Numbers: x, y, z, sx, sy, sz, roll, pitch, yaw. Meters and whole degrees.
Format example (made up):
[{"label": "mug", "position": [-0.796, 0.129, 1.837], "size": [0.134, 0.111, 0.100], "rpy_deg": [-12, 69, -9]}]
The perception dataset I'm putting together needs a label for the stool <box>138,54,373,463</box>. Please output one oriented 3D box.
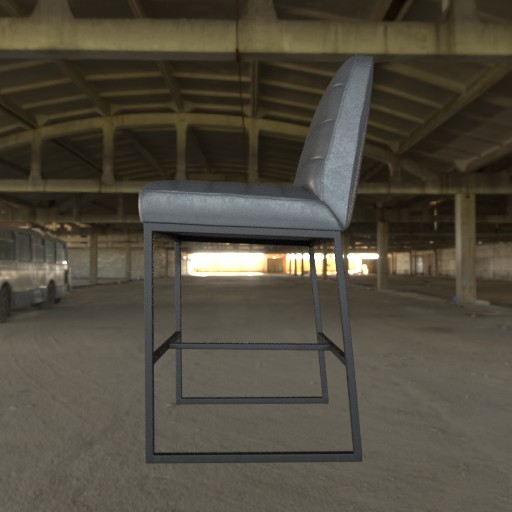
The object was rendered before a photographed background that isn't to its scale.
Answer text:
[{"label": "stool", "position": [0.000, 0.000, 1.223], "size": [0.552, 0.938, 0.457], "rpy_deg": [0, -1, -1]}]
